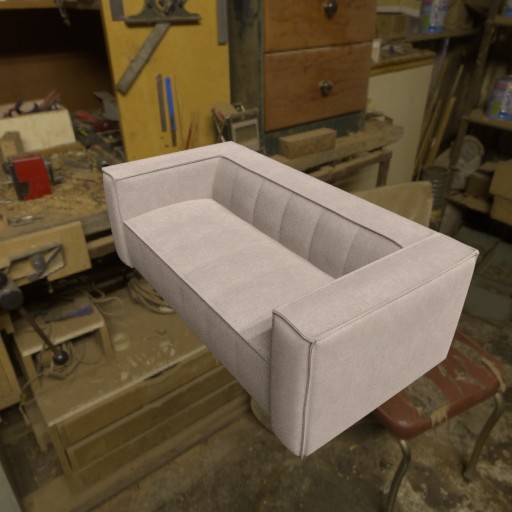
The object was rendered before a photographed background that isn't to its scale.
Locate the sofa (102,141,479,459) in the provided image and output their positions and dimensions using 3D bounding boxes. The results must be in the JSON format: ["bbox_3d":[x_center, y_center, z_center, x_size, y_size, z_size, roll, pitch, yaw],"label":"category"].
[{"bbox_3d":[0.000,0.000,2.506,1.038,0.680,1.995,-21,37,-30],"label":"sofa"}]
